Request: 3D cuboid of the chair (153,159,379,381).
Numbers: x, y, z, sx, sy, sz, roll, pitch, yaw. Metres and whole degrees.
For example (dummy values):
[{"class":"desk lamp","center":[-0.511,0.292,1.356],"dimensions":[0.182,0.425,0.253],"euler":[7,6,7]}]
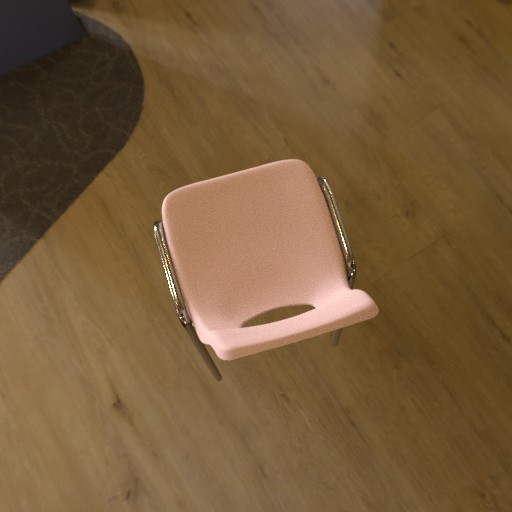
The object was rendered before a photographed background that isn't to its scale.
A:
[{"class":"chair","center":[0.000,0.000,0.942],"dimensions":[0.381,0.704,0.436],"euler":[-16,75,-4]}]
